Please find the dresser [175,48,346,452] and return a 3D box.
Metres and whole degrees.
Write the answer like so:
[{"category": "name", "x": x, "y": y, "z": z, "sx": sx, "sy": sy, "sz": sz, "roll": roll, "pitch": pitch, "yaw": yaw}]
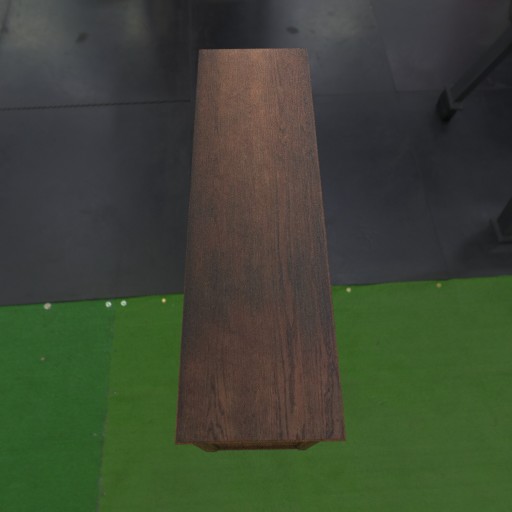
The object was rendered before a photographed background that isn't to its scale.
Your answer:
[{"category": "dresser", "x": 0.000, "y": 0.000, "z": 1.916, "sx": 0.463, "sy": 0.856, "sz": 1.551, "roll": -1, "pitch": 63, "yaw": 0}]
